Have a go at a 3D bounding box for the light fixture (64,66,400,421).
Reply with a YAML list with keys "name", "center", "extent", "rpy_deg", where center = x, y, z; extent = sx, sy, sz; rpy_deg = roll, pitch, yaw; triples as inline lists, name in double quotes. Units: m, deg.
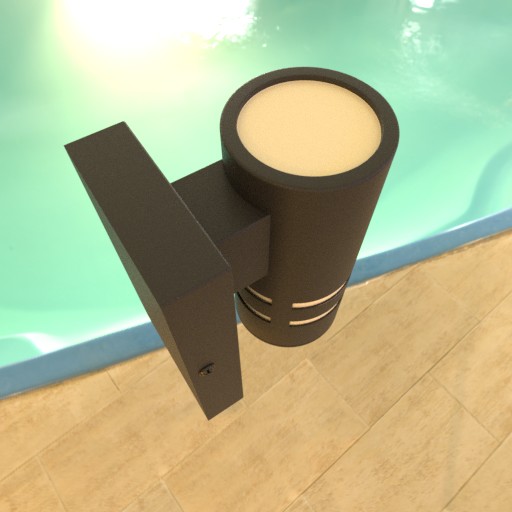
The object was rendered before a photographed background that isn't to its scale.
- name: "light fixture"
  center: [0.000, 0.000, 0.266]
  extent: [0.138, 0.179, 0.098]
  rpy_deg: [-29, 62, -17]
